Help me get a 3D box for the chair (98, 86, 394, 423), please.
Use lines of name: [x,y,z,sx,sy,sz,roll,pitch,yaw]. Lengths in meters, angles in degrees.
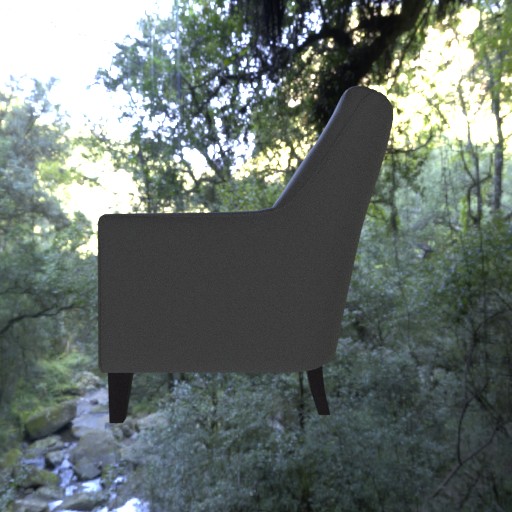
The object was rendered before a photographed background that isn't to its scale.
chair: [0.000,0.000,1.541,0.879,0.916,0.756,0,0,0]
